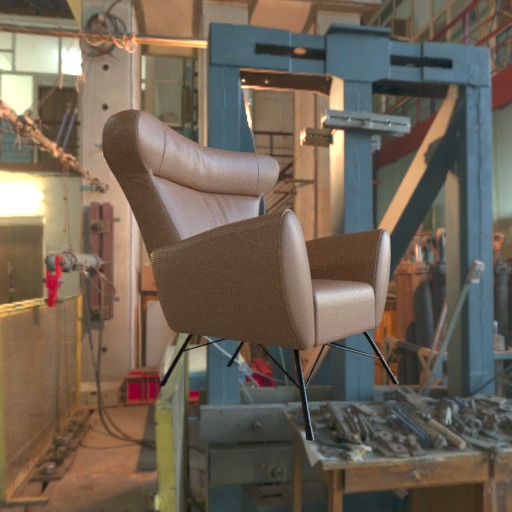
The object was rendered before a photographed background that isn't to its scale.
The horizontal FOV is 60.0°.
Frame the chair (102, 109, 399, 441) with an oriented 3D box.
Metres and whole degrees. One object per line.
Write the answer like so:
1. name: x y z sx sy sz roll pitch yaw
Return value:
1. chair: 0.000 0.000 1.787 0.900 1.050 0.980 -1 -2 36
